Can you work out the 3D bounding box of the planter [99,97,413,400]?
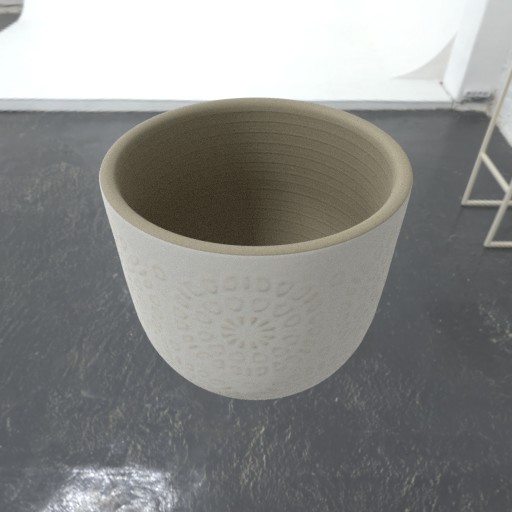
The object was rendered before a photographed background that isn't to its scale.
[{"bbox_3d":[0.000,0.000,0.217,0.124,0.109,0.124,0,41,0],"label":"planter"}]
